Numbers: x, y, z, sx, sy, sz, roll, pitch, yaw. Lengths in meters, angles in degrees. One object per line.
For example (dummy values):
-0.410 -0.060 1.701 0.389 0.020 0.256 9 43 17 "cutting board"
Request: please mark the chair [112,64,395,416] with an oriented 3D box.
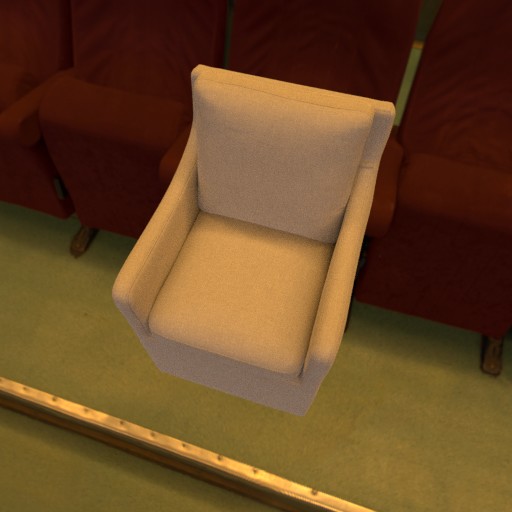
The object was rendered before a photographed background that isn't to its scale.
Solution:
0.000 0.000 1.410 0.626 0.914 0.694 15 59 9 "chair"
